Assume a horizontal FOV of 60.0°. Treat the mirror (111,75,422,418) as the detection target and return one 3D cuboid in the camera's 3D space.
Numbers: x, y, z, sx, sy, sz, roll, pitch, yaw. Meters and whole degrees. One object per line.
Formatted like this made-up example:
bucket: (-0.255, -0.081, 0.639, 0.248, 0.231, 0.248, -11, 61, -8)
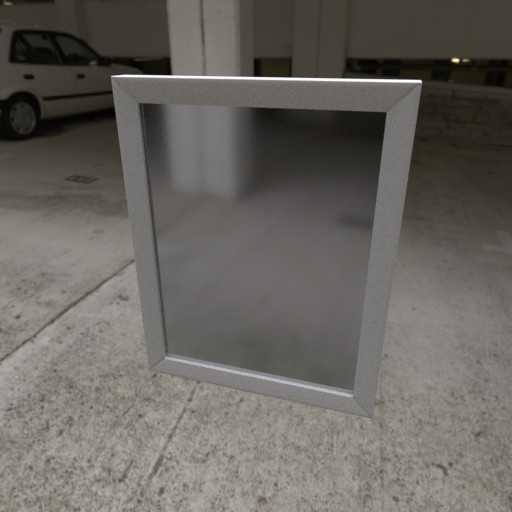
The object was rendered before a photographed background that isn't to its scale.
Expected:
mirror: (0.000, 0.000, 0.680, 0.405, 0.508, 0.041, 7, 26, 15)
